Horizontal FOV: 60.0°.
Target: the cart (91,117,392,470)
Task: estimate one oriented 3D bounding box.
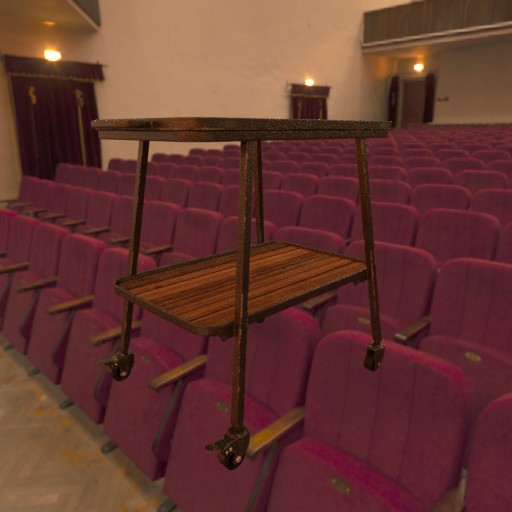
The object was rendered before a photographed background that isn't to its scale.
[{"bbox_3d":[0.000,0.000,1.200,0.806,0.700,0.515,-15,22,-43],"label":"cart"}]
